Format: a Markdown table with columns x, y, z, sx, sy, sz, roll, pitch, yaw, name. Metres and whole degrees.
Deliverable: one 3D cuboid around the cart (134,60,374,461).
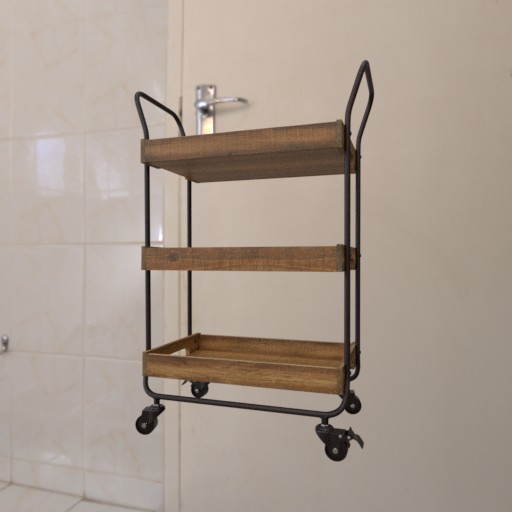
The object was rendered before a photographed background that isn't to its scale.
| x | y | z | sx | sy | sz | roll | pitch | yaw | name |
| --- | --- | --- | --- | --- | --- | --- | --- | --- | --- |
| 0.000 | 0.000 | 1.146 | 0.583 | 0.857 | 0.339 | 0 | 0 | 19 | cart |
